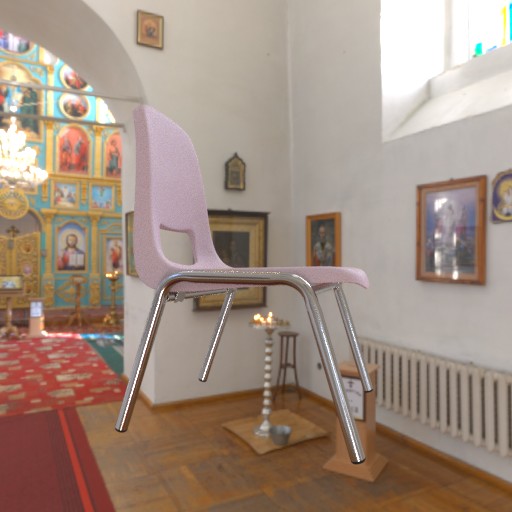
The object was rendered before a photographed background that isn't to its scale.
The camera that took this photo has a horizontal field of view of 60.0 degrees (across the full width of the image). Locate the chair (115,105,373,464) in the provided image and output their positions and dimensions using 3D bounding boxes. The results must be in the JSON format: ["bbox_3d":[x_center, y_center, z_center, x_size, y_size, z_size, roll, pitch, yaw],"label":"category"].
[{"bbox_3d":[0.000,0.000,0.779,0.385,0.536,0.354,0,-2,16],"label":"chair"}]
